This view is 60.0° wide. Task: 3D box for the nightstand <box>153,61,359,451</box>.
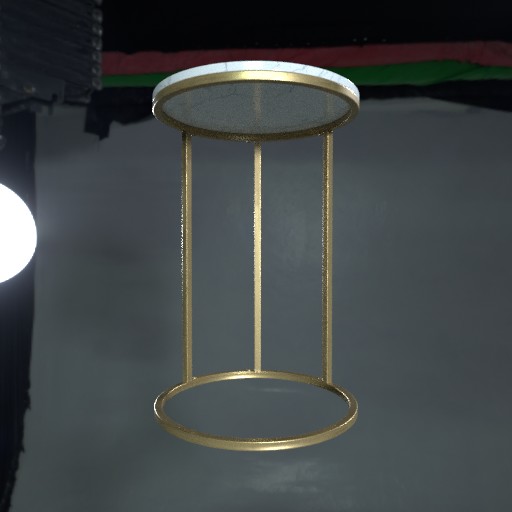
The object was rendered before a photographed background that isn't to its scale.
[{"bbox_3d":[0.000,0.000,0.889,0.400,0.610,0.400,0,1,1],"label":"nightstand"}]
